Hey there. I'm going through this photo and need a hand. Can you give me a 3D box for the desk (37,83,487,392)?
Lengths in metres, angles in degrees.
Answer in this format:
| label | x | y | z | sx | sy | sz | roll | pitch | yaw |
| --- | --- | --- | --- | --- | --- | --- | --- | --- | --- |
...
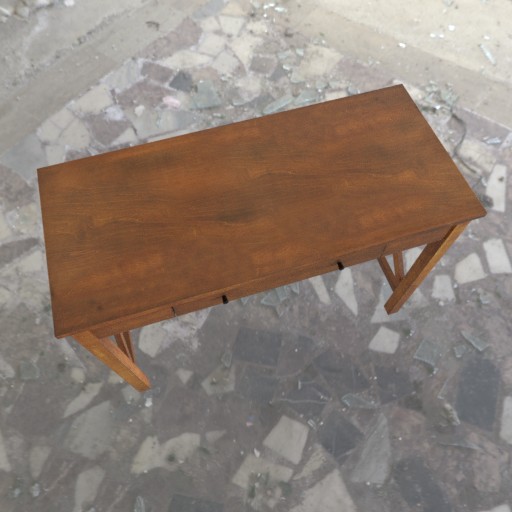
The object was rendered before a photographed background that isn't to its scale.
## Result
| label | x | y | z | sx | sy | sz | roll | pitch | yaw |
| --- | --- | --- | --- | --- | --- | --- | --- | --- | --- |
| desk | 0.000 | 0.000 | 1.533 | 1.117 | 0.762 | 0.508 | -16 | 64 | -8 |
